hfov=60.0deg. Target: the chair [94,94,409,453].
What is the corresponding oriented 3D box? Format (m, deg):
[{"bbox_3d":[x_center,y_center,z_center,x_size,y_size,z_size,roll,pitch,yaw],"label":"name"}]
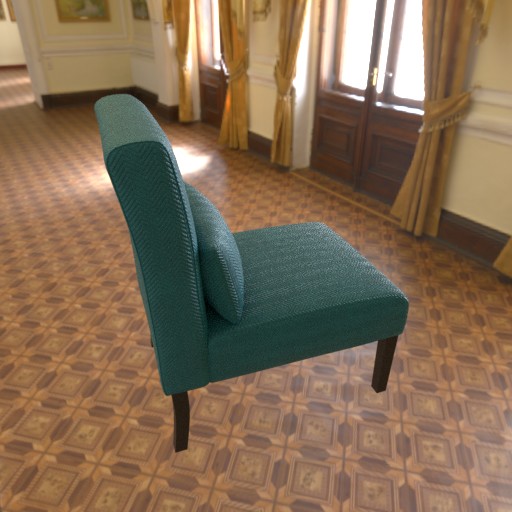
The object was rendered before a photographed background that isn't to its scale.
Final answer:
[{"bbox_3d":[0.000,0.000,1.397,0.808,0.927,0.579,-10,31,-17],"label":"chair"}]
